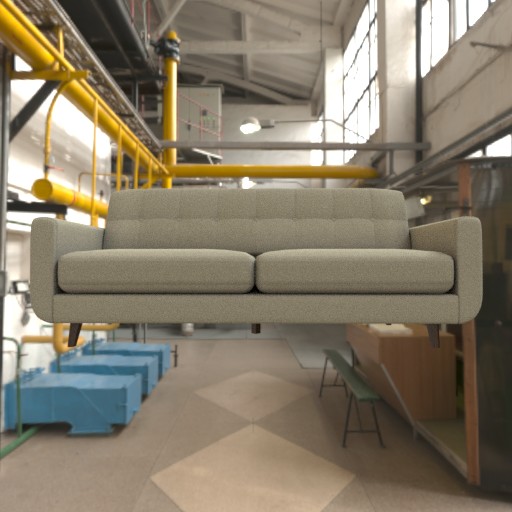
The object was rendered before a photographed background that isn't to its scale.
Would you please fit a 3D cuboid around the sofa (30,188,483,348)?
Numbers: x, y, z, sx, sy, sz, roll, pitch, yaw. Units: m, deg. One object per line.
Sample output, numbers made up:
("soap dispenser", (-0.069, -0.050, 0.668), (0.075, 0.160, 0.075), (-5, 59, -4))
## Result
("sofa", (0.000, 0.000, 2.556), (2.137, 0.892, 0.980), (0, -1, 1))
